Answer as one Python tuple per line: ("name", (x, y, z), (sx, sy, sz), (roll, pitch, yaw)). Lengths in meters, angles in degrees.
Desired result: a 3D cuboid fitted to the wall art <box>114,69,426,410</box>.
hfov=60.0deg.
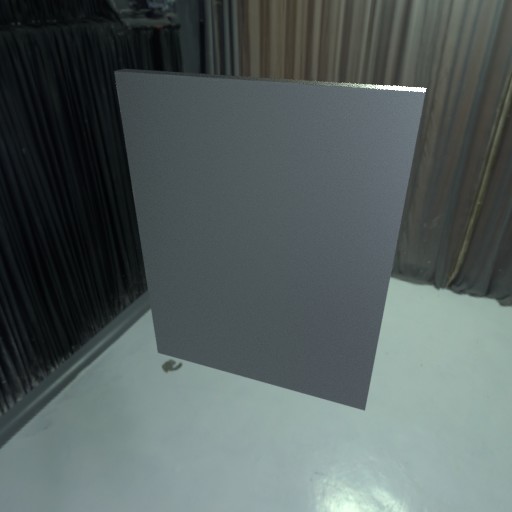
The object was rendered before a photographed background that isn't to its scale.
("wall art", (0.000, 0.000, 0.757), (0.444, 0.569, 0.025), (11, 33, 17))
